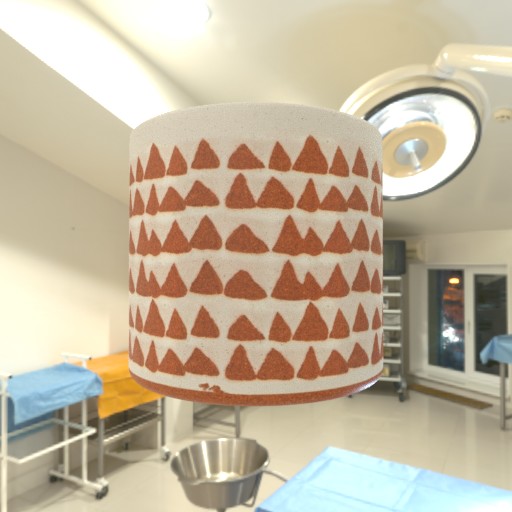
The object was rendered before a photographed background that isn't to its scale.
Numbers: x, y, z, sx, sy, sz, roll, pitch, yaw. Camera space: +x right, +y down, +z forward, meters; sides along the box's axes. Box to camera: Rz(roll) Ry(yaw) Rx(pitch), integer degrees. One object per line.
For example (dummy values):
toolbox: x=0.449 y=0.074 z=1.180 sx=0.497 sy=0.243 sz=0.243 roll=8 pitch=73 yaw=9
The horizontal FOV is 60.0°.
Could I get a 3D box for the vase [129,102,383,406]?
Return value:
vase: x=0.000 y=0.000 z=0.248 sx=0.137 sy=0.127 sz=0.137 roll=0 pitch=-1 yaw=0
